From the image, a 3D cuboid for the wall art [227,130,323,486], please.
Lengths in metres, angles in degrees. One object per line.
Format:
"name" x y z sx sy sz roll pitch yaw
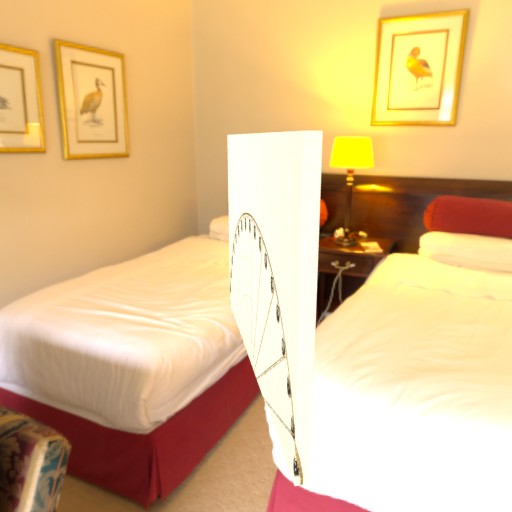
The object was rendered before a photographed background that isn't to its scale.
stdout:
"wall art" 0.000 0.000 1.440 0.038 0.767 1.144 -3 15 -10
